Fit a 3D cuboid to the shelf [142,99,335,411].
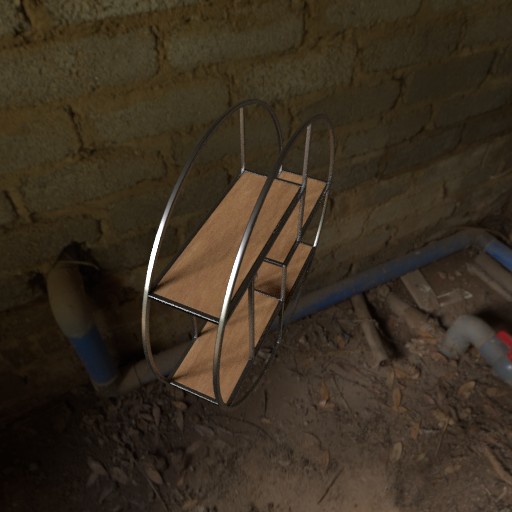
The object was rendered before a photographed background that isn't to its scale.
[{"bbox_3d":[0.000,0.000,1.359,0.202,0.888,0.888,18,50,16],"label":"shelf"}]
